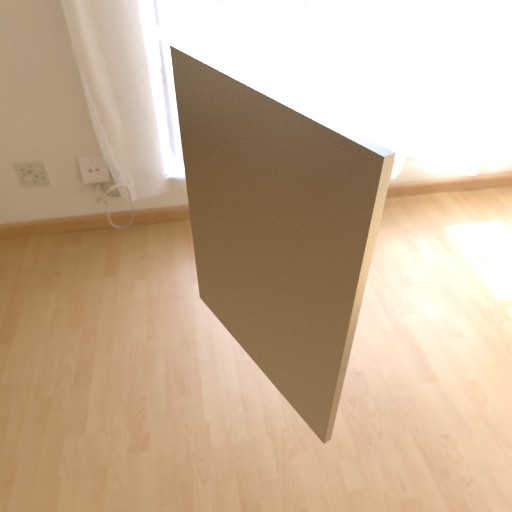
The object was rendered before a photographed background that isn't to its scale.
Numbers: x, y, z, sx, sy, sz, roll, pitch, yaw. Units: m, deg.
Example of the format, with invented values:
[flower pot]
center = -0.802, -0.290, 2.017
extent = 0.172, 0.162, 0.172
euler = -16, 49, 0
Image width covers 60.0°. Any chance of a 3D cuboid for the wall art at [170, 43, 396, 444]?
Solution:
[wall art]
center = 0.000, 0.000, 1.373
extent = 0.030, 1.046, 0.816
euler = -25, 47, -26
